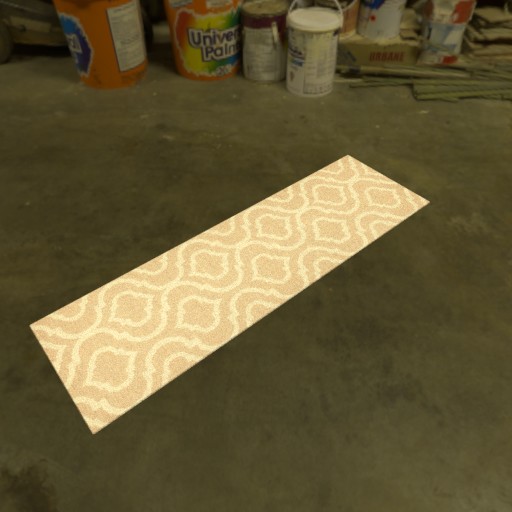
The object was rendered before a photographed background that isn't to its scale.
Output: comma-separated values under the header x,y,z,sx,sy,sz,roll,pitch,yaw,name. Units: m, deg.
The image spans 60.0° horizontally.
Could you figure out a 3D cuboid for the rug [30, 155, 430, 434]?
x,y,z,sx,sy,sz,roll,pitch,yaw,name
0.000,0.000,2.475,2.289,0.013,0.691,-31,54,-26,rug
